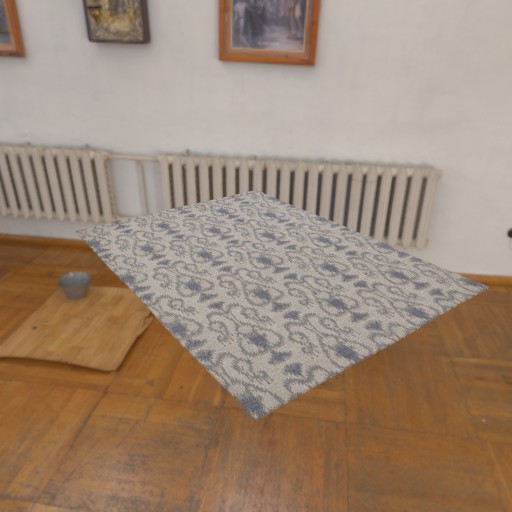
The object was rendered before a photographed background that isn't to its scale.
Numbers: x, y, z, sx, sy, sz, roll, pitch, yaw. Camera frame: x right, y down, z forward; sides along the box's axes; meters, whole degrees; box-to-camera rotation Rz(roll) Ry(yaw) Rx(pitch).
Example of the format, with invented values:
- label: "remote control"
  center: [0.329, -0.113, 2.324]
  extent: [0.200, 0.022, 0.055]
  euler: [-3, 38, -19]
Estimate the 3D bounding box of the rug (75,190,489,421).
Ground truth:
- label: "rug"
  center: [0.000, 0.000, 2.919]
  extent: [1.676, 0.013, 2.261]
  euler: [-18, 31, -32]
